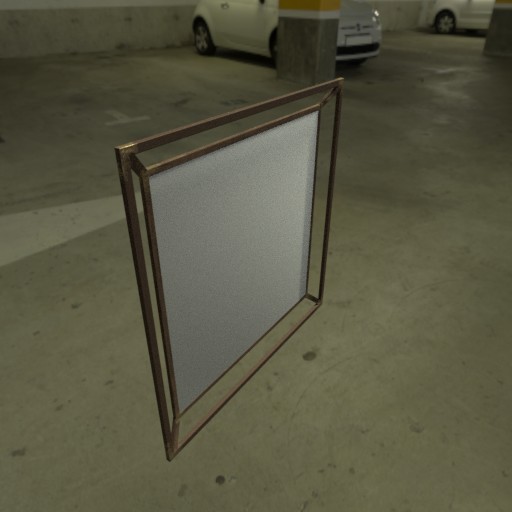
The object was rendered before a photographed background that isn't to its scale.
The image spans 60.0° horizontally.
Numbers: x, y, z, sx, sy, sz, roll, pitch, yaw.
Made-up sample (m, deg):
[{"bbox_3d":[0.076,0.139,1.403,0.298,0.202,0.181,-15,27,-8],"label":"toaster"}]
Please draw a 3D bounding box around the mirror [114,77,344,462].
[{"bbox_3d":[0.000,0.000,0.910,0.032,0.610,0.610,20,36,30],"label":"mirror"}]
